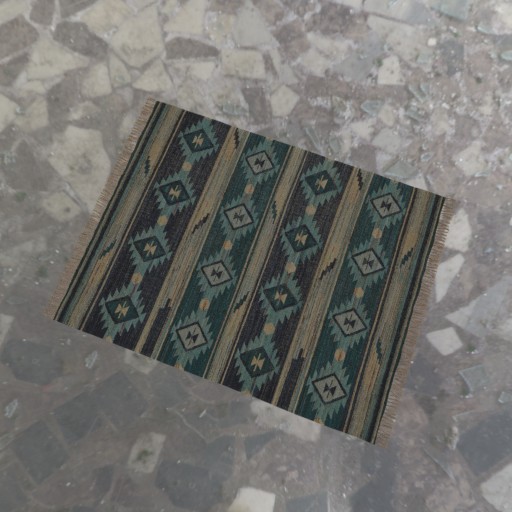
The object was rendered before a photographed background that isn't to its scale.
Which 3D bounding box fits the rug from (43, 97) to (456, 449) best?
[{"bbox_3d":[0.000,0.000,4.181,3.307,0.047,2.418,20,77,5],"label":"rug"}]
